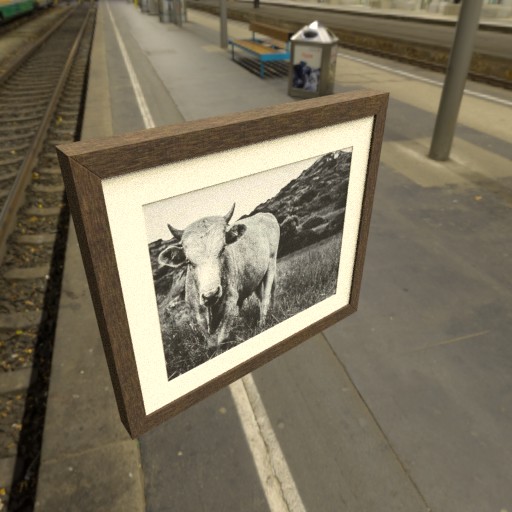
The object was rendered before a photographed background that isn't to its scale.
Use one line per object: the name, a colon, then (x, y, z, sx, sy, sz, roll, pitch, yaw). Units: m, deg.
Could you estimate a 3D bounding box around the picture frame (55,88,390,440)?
picture frame: (0.000, 0.000, 0.525, 0.378, 0.330, 0.033, -22, 38, -32)
